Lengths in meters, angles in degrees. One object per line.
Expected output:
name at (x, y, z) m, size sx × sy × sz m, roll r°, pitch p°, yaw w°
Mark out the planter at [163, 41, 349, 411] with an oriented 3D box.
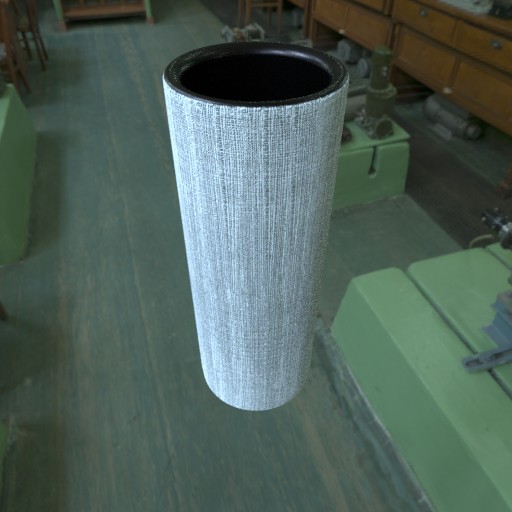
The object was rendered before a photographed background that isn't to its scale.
planter at (0.000, 0.000, 0.328) m, size 0.100 × 0.270 × 0.100 m, roll -14°, pitch 43°, yaw -15°
